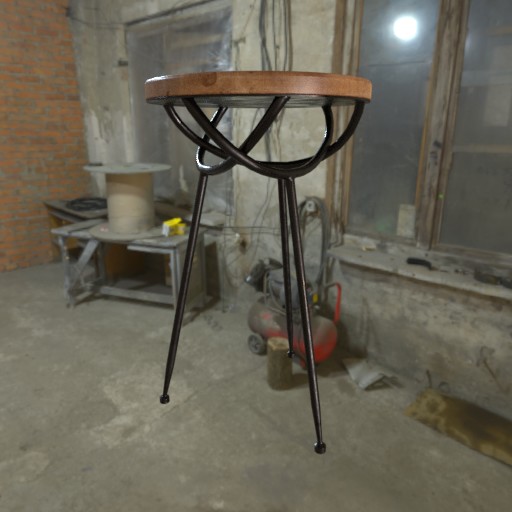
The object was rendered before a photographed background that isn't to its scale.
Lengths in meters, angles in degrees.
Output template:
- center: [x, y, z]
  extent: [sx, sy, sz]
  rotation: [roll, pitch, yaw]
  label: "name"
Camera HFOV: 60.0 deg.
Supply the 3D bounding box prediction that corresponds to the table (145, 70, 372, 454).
- center: [0.000, 0.000, 0.915]
  extent: [0.418, 0.664, 0.414]
  rotation: [2, 16, 8]
  label: "table"
